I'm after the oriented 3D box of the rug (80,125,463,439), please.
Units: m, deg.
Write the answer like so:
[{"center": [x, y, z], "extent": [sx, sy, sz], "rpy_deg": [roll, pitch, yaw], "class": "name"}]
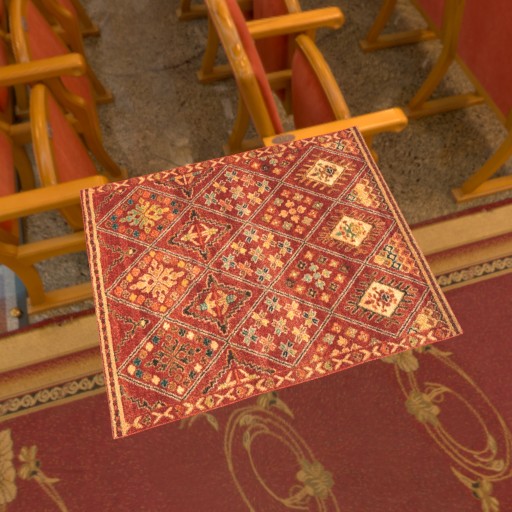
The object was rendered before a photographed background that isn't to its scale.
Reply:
[{"center": [0.000, 0.000, 4.229], "extent": [3.086, 0.030, 2.489], "rpy_deg": [-15, 64, -7], "class": "rug"}]
